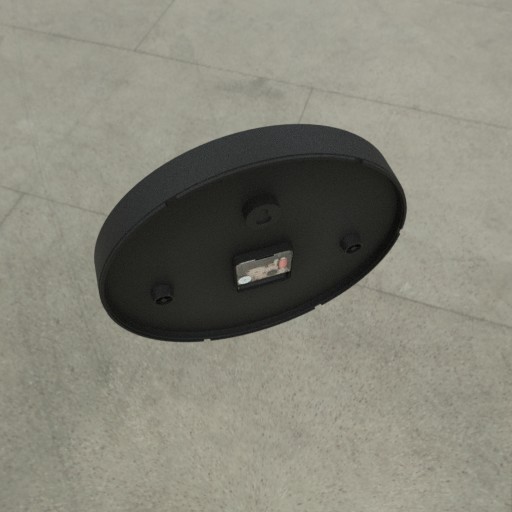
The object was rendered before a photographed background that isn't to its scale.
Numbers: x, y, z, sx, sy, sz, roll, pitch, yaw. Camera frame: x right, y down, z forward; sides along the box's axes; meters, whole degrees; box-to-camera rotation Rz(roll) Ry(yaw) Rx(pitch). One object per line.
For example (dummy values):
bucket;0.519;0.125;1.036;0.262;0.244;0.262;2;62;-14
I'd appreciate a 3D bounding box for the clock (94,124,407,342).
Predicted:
clock;0.000;0.000;0.429;0.293;0.293;0.040;-15;59;-9
